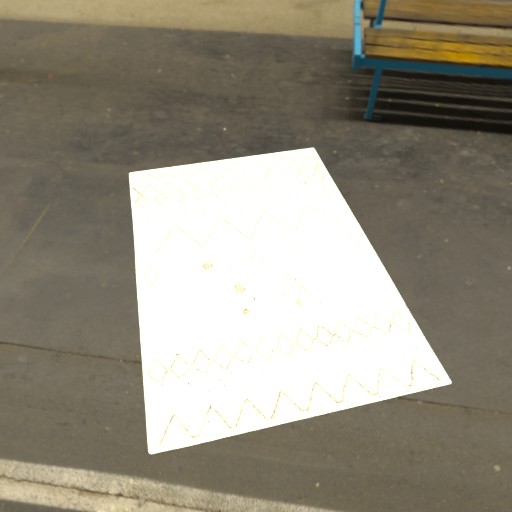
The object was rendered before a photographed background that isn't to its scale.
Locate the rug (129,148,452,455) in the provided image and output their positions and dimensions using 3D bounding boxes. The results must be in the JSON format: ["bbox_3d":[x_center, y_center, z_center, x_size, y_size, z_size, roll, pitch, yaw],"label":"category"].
[{"bbox_3d":[0.000,0.000,2.366,1.260,0.009,1.820,-10,47,-9],"label":"rug"}]
